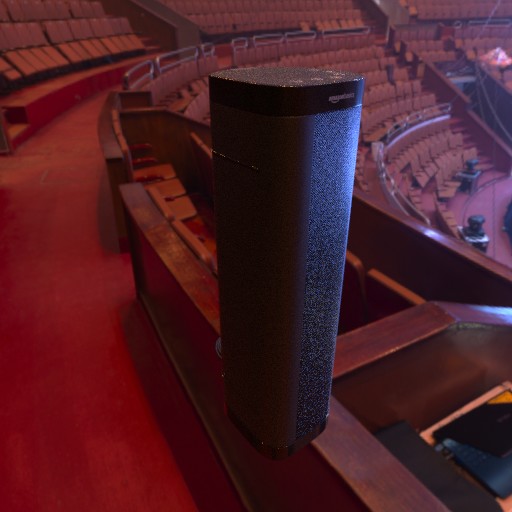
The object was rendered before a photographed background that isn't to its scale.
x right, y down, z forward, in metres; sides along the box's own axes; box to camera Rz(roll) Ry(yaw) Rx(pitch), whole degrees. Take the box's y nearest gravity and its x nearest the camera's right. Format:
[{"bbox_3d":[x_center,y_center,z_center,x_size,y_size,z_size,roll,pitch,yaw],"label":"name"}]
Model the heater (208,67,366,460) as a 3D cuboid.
[{"bbox_3d":[0.000,0.000,0.702,0.174,0.552,0.312,-20,34,-32],"label":"heater"}]
